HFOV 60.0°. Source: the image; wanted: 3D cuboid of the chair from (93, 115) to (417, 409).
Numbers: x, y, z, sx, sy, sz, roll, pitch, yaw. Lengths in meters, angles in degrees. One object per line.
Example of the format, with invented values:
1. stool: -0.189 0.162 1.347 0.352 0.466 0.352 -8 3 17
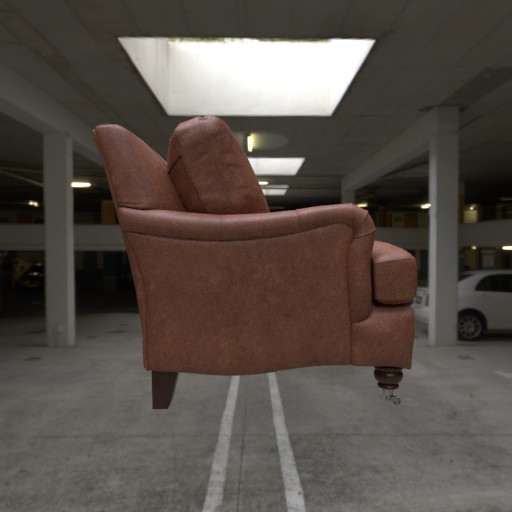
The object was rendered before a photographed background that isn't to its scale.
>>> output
1. chair: 0.000 0.000 1.983 1.158 1.055 0.986 0 1 -1
